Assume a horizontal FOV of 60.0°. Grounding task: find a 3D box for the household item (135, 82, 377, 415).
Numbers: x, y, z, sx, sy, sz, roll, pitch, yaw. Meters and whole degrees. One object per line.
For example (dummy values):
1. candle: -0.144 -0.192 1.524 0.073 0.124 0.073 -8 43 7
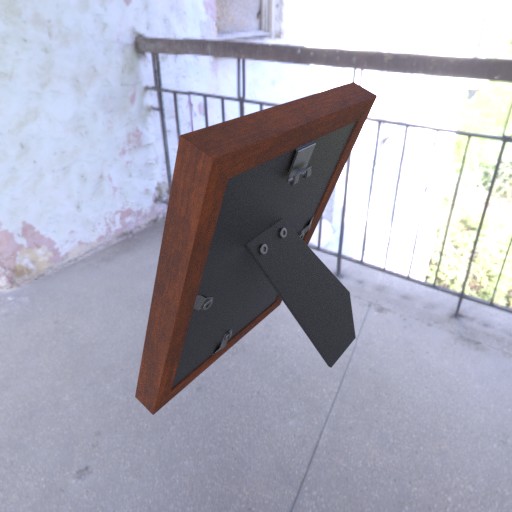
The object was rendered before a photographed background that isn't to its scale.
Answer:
1. household item: 0.000 0.000 0.298 0.096 0.204 0.160 21 36 31
